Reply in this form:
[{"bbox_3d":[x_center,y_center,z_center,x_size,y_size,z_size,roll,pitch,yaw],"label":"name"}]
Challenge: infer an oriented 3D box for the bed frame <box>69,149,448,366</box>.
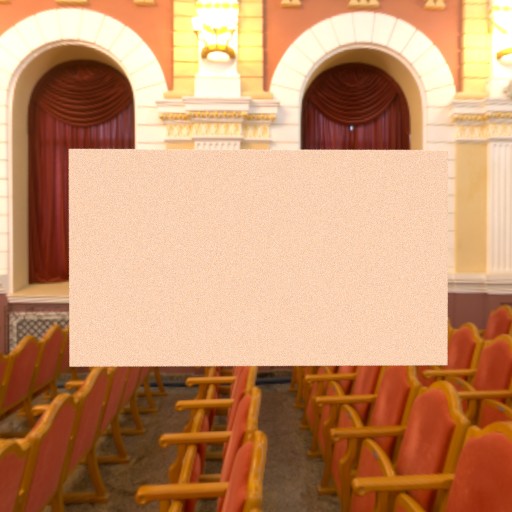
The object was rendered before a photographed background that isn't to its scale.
[{"bbox_3d":[0.000,0.000,2.588,1.400,0.800,1.900,0,0,-1],"label":"bed frame"}]
